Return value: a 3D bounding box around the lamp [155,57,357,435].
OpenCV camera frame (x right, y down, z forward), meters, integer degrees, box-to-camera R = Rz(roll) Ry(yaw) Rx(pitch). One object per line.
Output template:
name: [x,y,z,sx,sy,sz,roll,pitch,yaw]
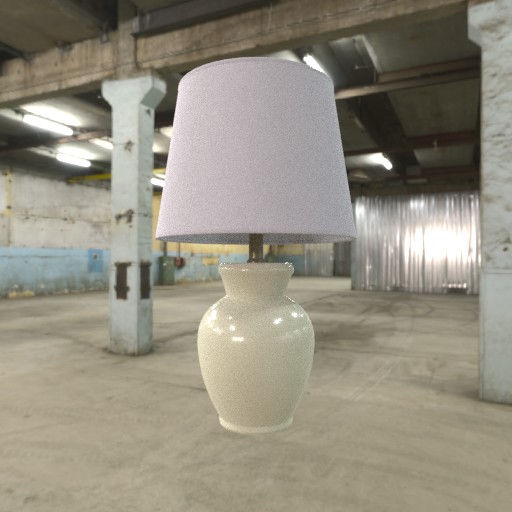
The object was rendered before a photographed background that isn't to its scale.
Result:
lamp: [0.000,0.000,0.538,0.239,0.399,0.239,0,-1,0]
